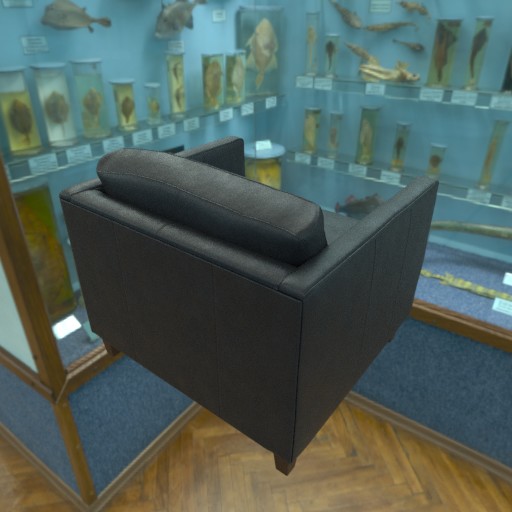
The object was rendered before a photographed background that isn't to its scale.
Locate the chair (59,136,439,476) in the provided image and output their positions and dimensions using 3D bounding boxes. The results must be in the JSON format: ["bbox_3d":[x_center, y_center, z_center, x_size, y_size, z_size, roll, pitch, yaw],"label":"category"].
[{"bbox_3d":[0.000,0.000,1.569,0.939,0.811,0.862,21,36,32],"label":"chair"}]
